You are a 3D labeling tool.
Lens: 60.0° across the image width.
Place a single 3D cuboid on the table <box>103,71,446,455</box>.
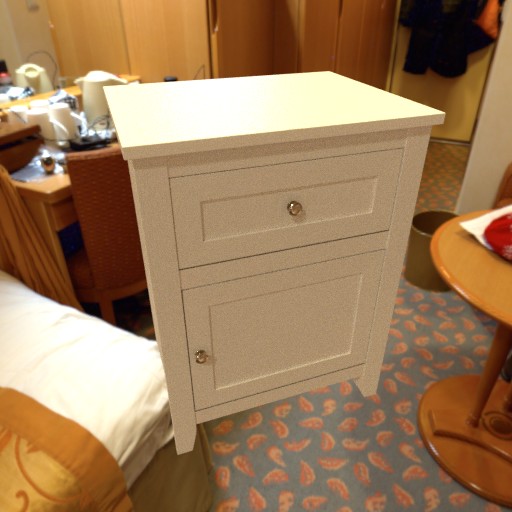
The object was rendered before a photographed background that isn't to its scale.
[{"bbox_3d":[0.000,0.000,0.925,0.480,0.635,0.381,-11,34,-17],"label":"table"}]
